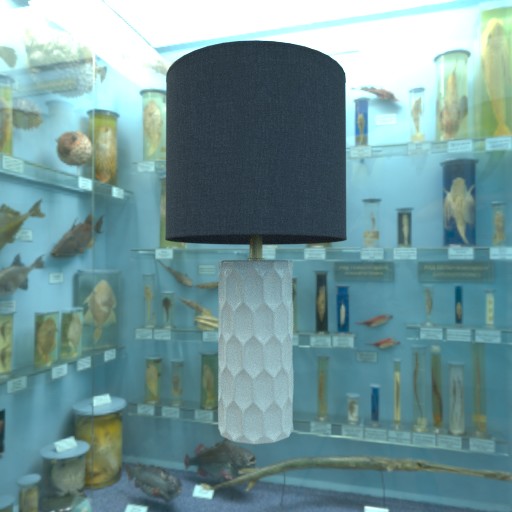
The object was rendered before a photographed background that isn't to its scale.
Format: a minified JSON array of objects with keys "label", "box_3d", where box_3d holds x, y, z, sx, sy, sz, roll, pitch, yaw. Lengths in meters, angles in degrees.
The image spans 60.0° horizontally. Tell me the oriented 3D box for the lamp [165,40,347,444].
[{"label":"lamp","box_3d":[0.000,0.000,0.688,0.277,0.537,0.277,0,-1,18]}]
